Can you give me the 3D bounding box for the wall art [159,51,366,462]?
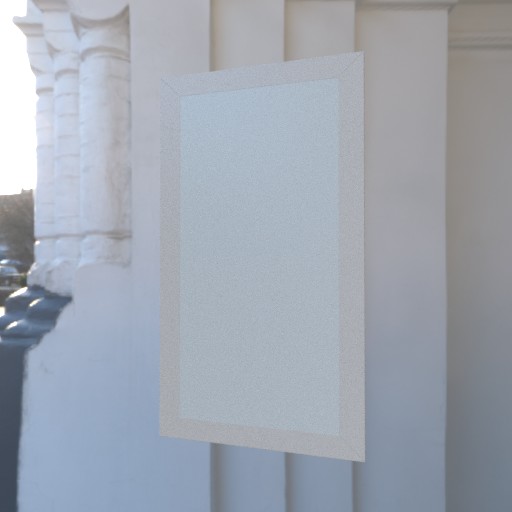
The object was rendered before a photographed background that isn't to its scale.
[{"bbox_3d":[0.000,0.000,0.797,0.380,0.683,0.013,0,-1,17],"label":"wall art"}]
